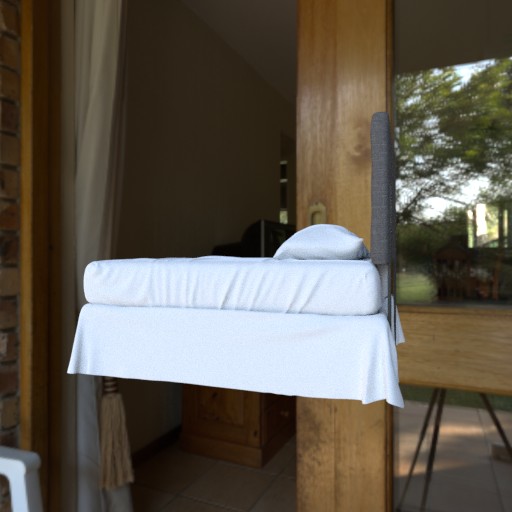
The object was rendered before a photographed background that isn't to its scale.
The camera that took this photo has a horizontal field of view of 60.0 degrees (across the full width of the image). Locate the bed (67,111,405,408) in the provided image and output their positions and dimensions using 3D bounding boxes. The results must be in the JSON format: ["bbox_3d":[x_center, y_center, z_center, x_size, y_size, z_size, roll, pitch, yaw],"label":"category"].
[{"bbox_3d":[0.000,0.000,3.479,2.222,1.577,1.936,0,0,19],"label":"bed"}]
